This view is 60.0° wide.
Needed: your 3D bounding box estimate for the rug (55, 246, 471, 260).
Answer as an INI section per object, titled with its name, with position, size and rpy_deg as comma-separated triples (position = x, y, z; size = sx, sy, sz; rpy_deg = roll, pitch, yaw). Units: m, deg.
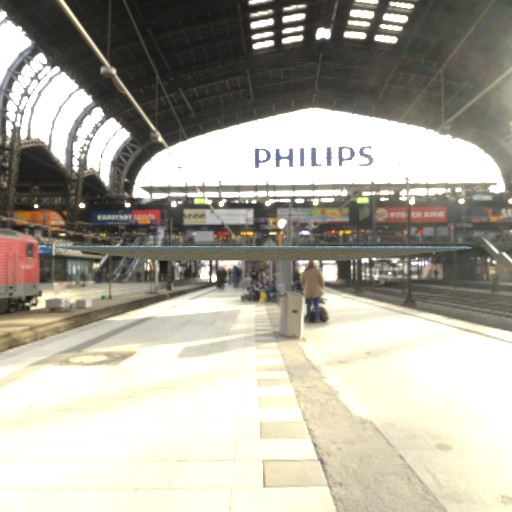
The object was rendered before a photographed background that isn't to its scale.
[rug]
position = 0.000, 0.000, 3.994
size = 2.363, 0.012, 2.980
rpy_deg = 0, -2, -2
